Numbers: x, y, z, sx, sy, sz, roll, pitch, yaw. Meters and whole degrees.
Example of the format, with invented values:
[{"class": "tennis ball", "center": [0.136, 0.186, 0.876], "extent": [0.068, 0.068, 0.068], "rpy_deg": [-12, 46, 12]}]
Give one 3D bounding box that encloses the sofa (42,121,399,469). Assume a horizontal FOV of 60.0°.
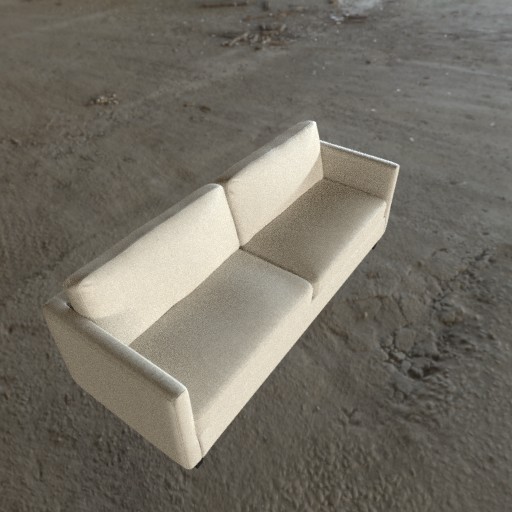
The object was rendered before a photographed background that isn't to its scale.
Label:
[{"class": "sofa", "center": [0.000, 0.000, 2.910], "extent": [0.948, 0.965, 2.434], "rpy_deg": [25, 47, 26]}]
